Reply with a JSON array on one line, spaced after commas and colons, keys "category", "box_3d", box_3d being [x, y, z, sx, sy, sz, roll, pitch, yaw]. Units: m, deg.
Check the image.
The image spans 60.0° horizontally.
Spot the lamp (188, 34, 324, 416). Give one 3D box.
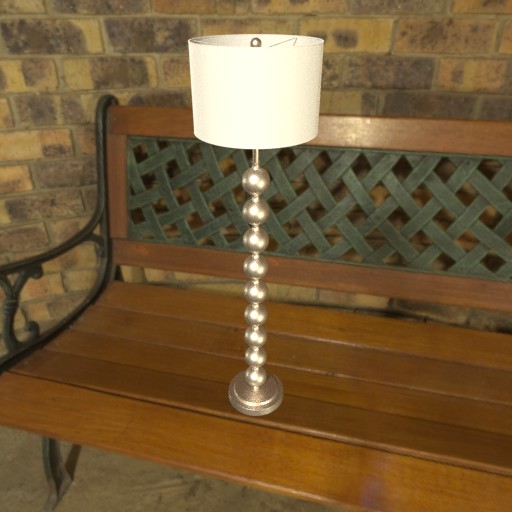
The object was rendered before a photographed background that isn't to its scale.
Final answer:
[{"category": "lamp", "box_3d": [0.000, 0.000, 1.661, 0.394, 1.474, 0.394, -9, 32, -15]}]
